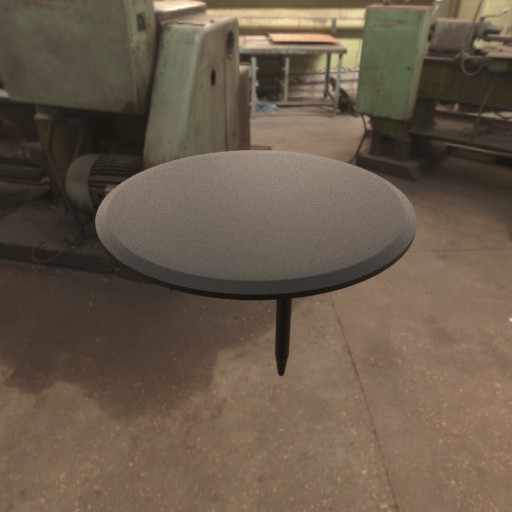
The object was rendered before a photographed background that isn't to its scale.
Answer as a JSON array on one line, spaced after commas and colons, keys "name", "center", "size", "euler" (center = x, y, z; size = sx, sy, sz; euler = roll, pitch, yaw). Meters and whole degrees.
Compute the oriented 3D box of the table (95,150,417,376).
[{"name": "table", "center": [0.000, 0.000, 1.399], "size": [0.900, 0.400, 0.900], "euler": [0, 32, 0]}]
